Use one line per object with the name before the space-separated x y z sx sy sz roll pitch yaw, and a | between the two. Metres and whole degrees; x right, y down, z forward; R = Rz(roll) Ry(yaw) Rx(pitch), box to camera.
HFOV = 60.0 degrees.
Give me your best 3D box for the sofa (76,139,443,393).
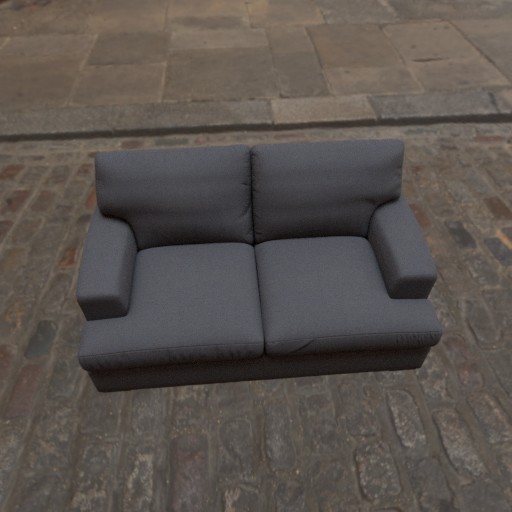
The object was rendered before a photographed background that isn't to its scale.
sofa | 0.000 0.000 2.511 1.880 0.940 1.143 -3 46 -3
